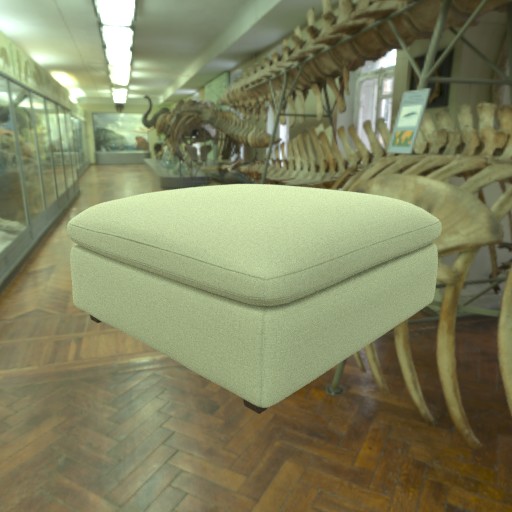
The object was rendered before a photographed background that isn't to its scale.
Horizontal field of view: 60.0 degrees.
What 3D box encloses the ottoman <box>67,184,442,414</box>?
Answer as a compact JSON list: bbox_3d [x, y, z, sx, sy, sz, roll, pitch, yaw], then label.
[{"bbox_3d":[0.000,0.000,1.592,0.996,0.467,0.977,14,20,41],"label":"ottoman"}]
